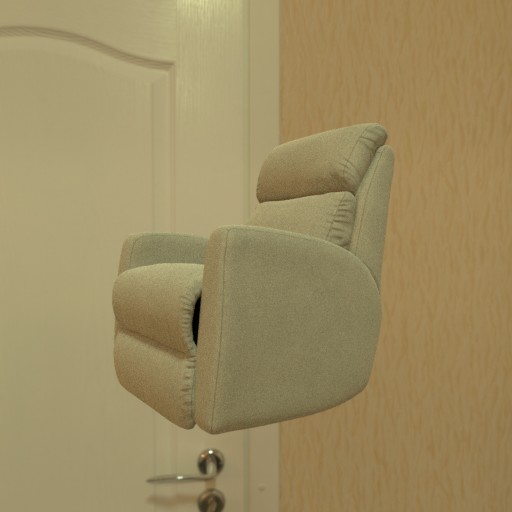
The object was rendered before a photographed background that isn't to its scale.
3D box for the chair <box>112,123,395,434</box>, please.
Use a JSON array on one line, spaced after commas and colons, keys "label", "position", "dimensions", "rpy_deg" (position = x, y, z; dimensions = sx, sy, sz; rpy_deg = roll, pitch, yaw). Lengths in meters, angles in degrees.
[{"label": "chair", "position": [0.000, 0.000, 1.703], "dimensions": [0.940, 1.021, 0.794], "rpy_deg": [-1, 2, -37]}]
